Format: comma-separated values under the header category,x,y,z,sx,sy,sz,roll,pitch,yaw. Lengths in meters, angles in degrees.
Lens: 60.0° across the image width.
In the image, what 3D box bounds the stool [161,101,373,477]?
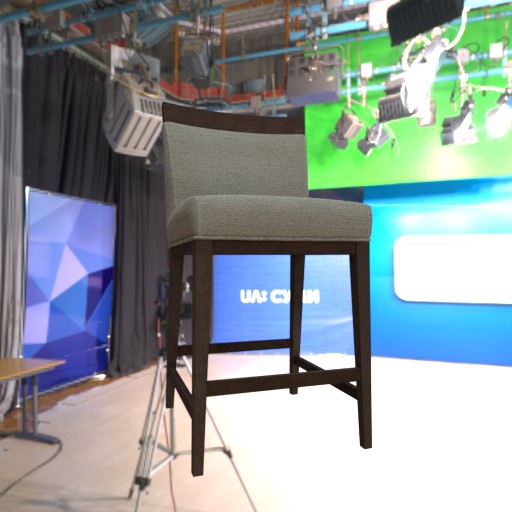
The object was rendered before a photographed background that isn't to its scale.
category,x,y,z,sx,sy,sz,roll,pitch,yaw
stool,0.000,0.000,1.333,0.512,1.009,0.531,0,0,-19
